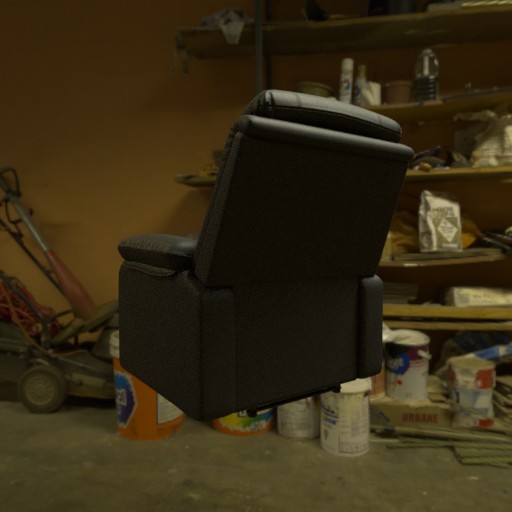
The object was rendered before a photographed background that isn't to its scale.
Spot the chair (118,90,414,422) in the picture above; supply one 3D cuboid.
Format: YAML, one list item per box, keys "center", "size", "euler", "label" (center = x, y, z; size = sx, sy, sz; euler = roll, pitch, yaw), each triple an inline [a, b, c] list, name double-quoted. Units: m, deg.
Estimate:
- center: [0.000, 0.000, 1.688]
  size: [0.855, 0.992, 0.919]
  euler: [-2, 3, -35]
  label: "chair"
